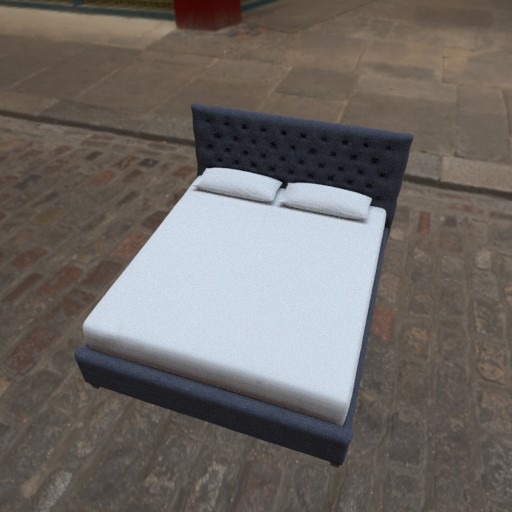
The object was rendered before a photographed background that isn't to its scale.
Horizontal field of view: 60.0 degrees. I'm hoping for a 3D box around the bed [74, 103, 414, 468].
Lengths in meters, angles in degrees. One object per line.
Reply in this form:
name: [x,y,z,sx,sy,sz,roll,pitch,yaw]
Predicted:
bed: [0.000,0.000,3.668,2.078,1.427,2.387,13,43,14]
